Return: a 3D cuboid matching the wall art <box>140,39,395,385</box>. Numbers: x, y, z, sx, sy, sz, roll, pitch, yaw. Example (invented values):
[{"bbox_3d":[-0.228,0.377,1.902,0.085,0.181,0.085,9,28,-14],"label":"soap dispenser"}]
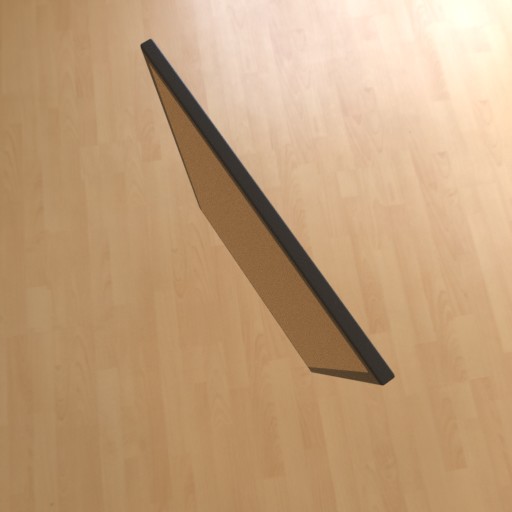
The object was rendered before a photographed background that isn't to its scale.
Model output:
[{"bbox_3d":[0.000,0.000,0.776,0.018,0.582,0.481,-33,79,-7],"label":"wall art"}]
